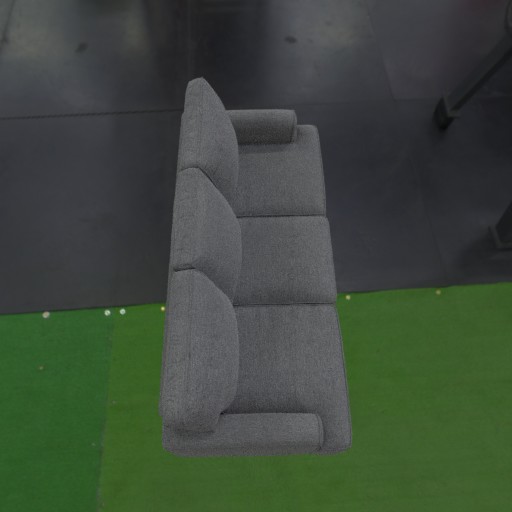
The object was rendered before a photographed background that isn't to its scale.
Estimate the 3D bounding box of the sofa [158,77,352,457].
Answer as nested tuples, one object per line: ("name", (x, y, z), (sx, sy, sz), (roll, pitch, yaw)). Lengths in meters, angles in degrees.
("sofa", (0.000, 0.000, 2.652), (0.951, 0.965, 2.158), (-1, 62, -1))
